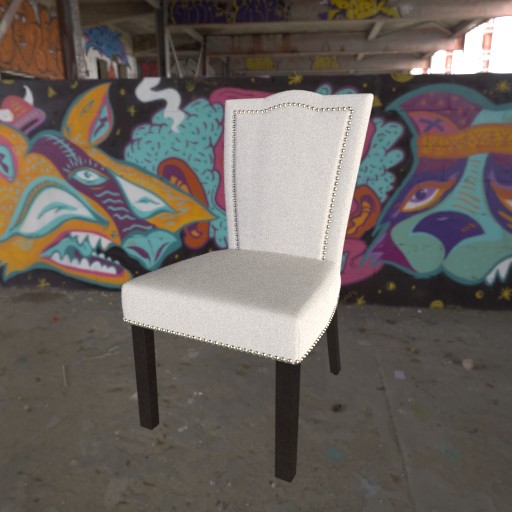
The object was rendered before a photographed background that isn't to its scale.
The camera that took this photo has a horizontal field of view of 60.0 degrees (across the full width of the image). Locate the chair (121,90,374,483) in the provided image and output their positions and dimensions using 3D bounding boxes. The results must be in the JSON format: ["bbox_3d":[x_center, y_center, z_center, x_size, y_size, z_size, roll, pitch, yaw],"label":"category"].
[{"bbox_3d":[0.000,0.000,1.280,0.518,0.946,0.589,8,17,27],"label":"chair"}]
